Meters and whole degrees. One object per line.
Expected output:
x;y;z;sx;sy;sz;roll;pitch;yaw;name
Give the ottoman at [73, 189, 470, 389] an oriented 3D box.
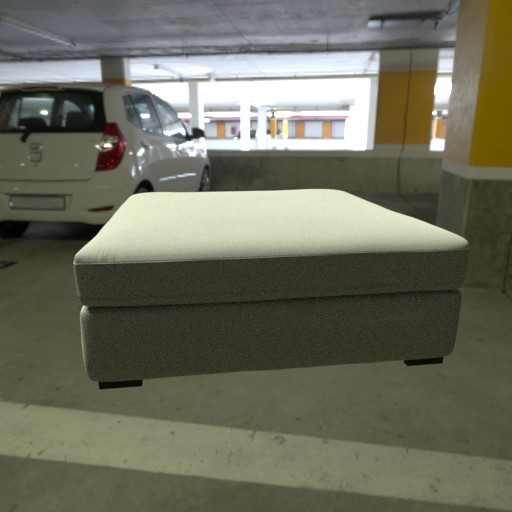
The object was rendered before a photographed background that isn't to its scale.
0.000;0.000;1.815;1.167;0.482;1.163;-2;15;-8;ottoman
